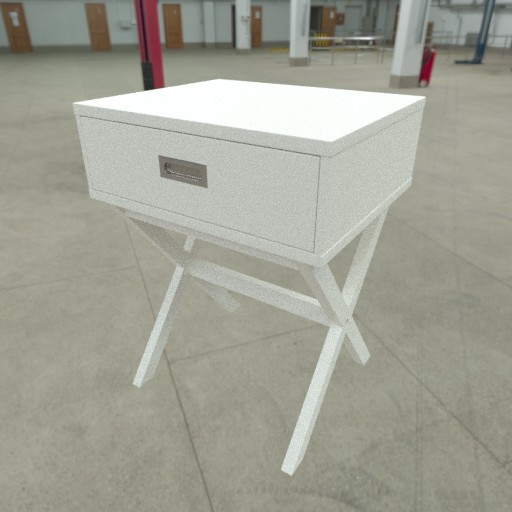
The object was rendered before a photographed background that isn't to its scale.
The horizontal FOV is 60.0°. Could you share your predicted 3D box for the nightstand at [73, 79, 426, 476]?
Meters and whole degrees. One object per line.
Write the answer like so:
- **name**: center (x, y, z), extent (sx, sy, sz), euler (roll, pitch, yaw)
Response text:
- **nightstand**: center (0.000, 0.000, 0.925), extent (0.479, 0.623, 0.402), euler (18, 33, 29)
